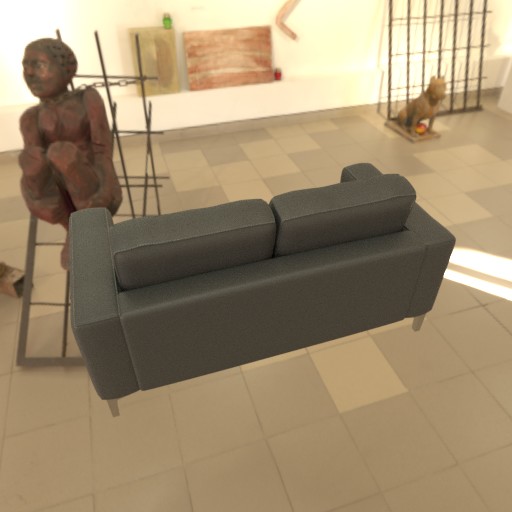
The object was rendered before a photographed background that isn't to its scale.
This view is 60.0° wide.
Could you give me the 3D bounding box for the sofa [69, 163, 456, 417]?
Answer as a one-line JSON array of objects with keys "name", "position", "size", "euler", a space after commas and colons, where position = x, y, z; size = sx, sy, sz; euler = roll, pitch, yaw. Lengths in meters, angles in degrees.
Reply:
[{"name": "sofa", "position": [0.000, 0.000, 2.240], "size": [1.726, 0.893, 0.833], "euler": [-12, 41, -14]}]
